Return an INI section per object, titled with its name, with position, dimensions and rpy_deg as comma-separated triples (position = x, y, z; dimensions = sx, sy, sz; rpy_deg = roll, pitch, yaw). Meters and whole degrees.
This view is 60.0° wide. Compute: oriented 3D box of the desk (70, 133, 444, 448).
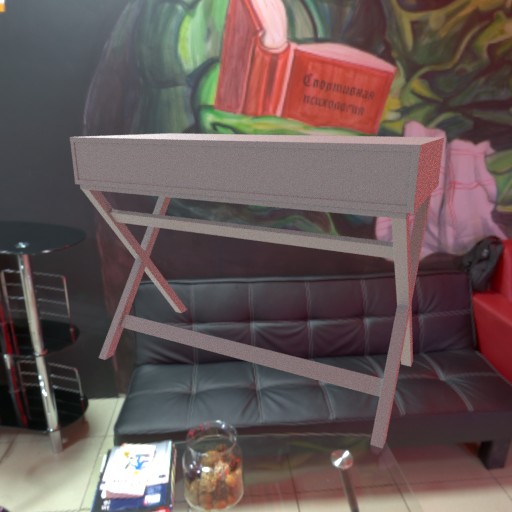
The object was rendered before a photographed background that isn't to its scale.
[desk]
position = 0.000, 0.000, 1.507
dimensions = 1.057, 0.780, 0.525
rpy_deg = 9, 19, 26
